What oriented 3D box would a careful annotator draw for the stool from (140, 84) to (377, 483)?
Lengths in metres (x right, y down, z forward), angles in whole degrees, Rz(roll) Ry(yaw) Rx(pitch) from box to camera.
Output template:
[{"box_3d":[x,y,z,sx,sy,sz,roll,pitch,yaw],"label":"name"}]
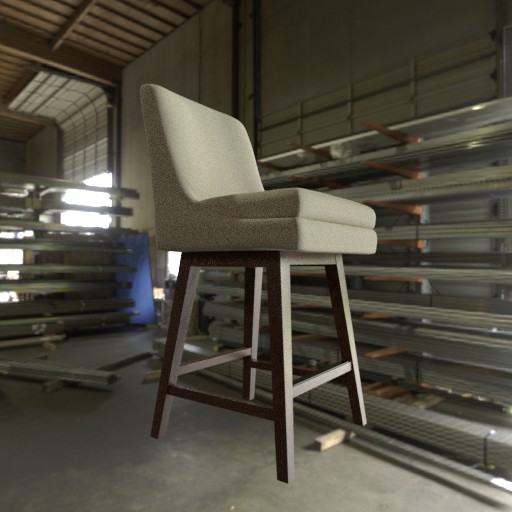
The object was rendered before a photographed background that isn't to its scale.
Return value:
[{"box_3d":[0.000,0.000,1.277,0.559,0.991,0.483,-1,-1,36],"label":"stool"}]
